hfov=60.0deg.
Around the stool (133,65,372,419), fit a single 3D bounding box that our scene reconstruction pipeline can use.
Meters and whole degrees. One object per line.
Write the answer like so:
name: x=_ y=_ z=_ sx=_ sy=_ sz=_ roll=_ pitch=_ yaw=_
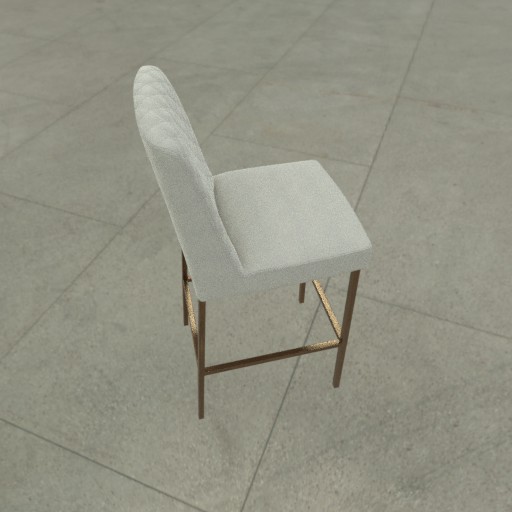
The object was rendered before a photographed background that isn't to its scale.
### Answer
stool: x=0.000 y=0.000 z=1.380 sx=0.546 sy=1.084 sz=0.462 roll=-10 pitch=46 yaw=-10
